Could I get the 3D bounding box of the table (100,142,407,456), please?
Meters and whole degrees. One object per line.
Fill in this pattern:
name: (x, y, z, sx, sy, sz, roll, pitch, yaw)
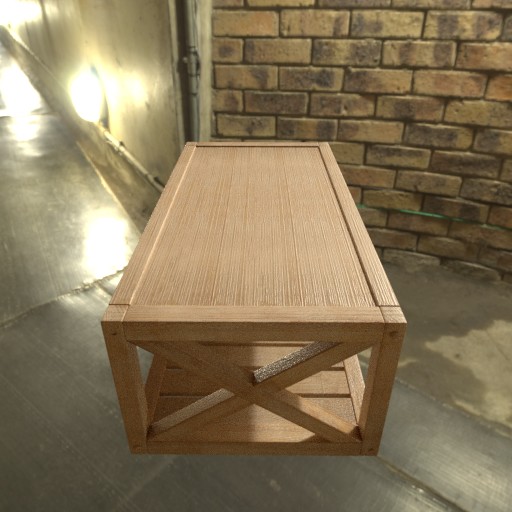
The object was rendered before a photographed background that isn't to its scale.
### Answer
table: (0.000, 0.000, 1.626, 0.660, 0.457, 1.321, 0, 31, 0)
